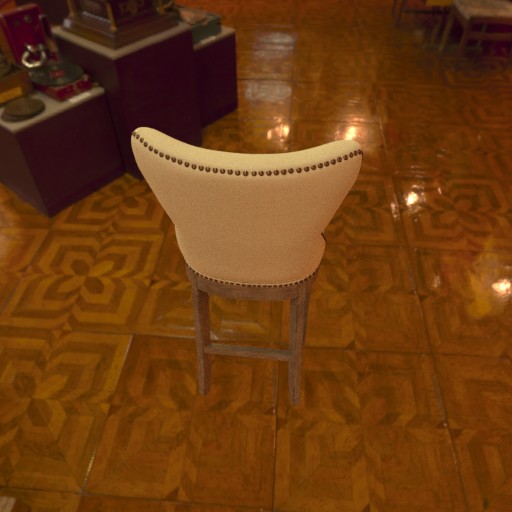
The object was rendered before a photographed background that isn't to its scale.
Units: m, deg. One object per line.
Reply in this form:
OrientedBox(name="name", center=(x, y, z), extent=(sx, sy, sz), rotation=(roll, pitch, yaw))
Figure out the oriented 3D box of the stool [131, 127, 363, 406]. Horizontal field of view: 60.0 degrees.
OrientedBox(name="stool", center=(0.000, 0.000, 1.448), extent=(0.494, 1.123, 0.606), rotation=(5, 46, 5))
